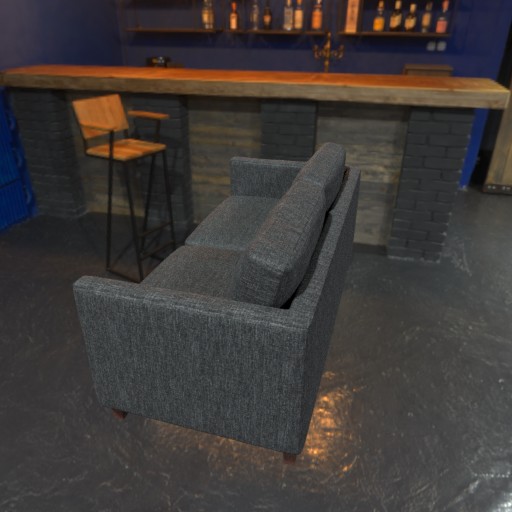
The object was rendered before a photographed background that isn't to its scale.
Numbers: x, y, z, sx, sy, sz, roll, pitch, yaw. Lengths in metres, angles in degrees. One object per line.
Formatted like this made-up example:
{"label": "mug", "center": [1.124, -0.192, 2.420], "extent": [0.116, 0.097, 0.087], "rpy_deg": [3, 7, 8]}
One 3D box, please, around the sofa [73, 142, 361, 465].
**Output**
{"label": "sofa", "center": [0.000, 0.000, 2.466], "extent": [0.950, 0.963, 1.884], "rpy_deg": [8, 29, 15]}
